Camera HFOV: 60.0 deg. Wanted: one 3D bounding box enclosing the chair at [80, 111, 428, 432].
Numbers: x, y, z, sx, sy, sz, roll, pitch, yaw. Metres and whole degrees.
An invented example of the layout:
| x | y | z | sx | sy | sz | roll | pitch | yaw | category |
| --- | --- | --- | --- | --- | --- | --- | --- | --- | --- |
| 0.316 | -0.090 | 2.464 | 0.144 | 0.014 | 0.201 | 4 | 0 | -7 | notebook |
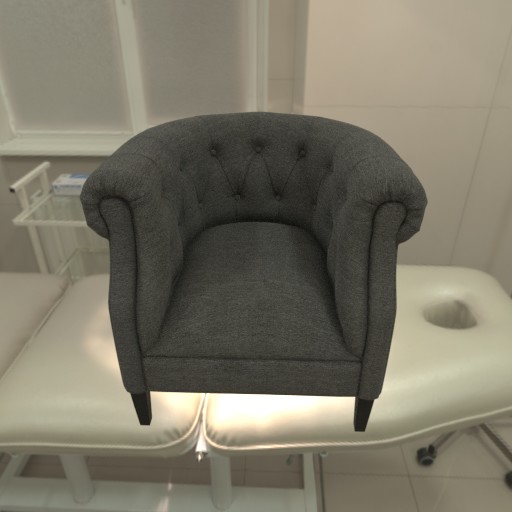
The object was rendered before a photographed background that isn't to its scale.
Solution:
| x | y | z | sx | sy | sz | roll | pitch | yaw | category |
| --- | --- | --- | --- | --- | --- | --- | --- | --- | --- |
| 0.000 | 0.000 | 1.543 | 0.905 | 0.827 | 0.852 | 1 | 31 | 2 | chair |
